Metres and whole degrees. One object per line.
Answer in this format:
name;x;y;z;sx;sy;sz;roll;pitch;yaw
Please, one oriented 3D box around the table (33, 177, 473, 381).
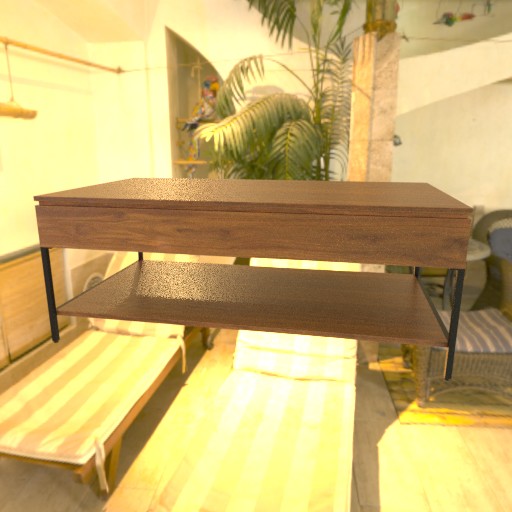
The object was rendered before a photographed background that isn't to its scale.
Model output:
table;0.000;0.000;1.368;1.057;0.414;0.574;3;15;11
